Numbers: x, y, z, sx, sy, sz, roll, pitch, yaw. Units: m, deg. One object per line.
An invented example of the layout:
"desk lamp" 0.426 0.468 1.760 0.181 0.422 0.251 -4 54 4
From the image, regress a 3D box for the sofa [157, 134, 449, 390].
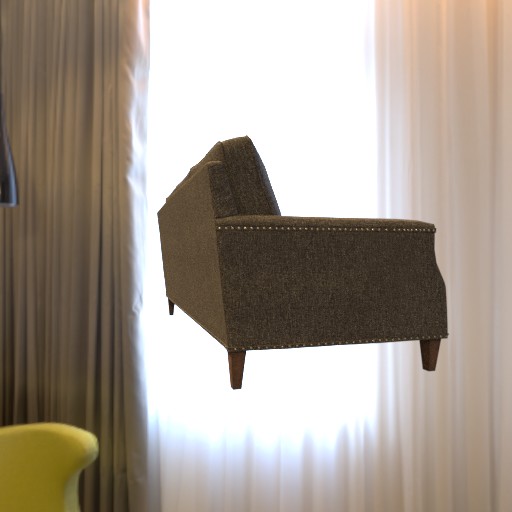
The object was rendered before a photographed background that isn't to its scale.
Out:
"sofa" 0.000 0.000 2.821 1.084 1.003 2.246 0 0 -17
